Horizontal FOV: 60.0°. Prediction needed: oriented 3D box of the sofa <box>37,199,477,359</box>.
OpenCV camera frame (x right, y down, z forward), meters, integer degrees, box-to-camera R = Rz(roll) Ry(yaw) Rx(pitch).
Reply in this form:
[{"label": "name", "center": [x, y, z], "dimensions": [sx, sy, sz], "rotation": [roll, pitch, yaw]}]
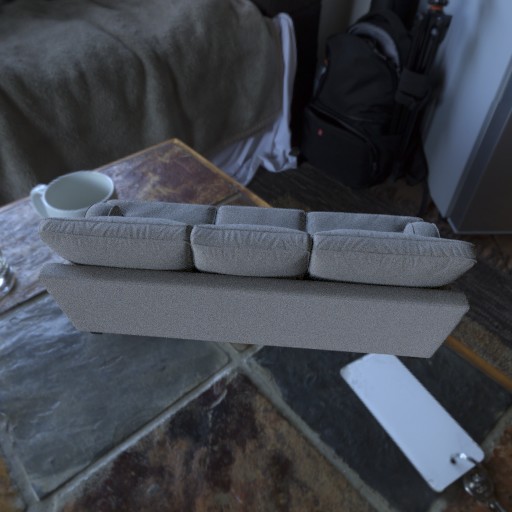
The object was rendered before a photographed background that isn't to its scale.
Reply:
[{"label": "sofa", "center": [0.000, 0.000, 2.854], "dimensions": [2.323, 0.997, 1.016], "rotation": [4, 47, 4]}]
